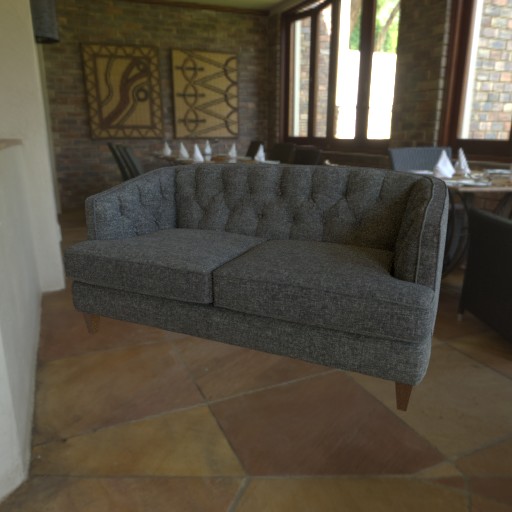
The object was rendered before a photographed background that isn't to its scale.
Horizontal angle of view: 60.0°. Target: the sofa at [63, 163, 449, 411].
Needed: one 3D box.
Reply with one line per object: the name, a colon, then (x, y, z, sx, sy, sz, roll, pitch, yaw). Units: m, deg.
sofa: (0.000, 0.000, 2.229, 1.733, 0.855, 0.941, 7, 17, 24)
